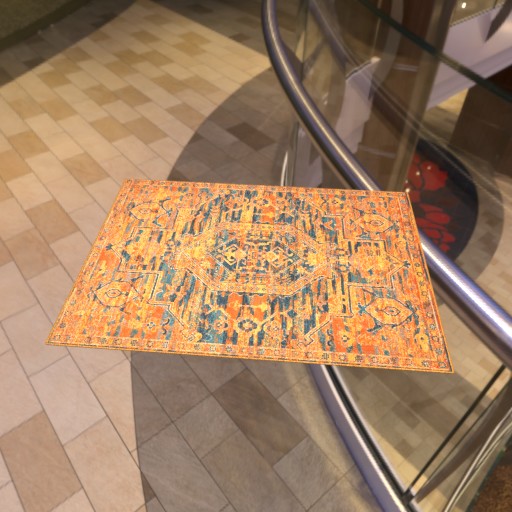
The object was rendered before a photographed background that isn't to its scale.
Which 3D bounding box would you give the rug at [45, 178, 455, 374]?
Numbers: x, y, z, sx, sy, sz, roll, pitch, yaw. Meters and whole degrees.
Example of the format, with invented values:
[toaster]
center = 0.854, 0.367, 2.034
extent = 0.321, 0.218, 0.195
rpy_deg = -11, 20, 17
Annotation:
[rug]
center = 0.000, 0.000, 3.849
extent = 2.916, 0.019, 2.043
rpy_deg = 3, 46, 3
